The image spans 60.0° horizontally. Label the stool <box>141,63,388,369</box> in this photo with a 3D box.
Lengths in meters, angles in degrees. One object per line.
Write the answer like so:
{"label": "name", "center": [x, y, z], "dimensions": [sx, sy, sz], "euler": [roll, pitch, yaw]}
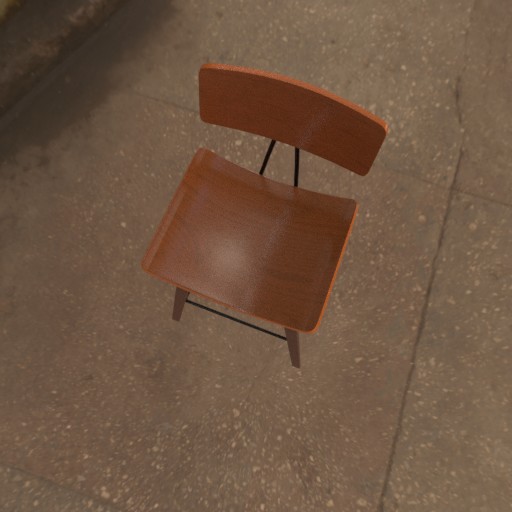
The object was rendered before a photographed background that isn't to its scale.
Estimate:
{"label": "stool", "center": [0.000, 0.000, 1.232], "dimensions": [0.509, 0.969, 0.440], "euler": [20, 76, 5]}
